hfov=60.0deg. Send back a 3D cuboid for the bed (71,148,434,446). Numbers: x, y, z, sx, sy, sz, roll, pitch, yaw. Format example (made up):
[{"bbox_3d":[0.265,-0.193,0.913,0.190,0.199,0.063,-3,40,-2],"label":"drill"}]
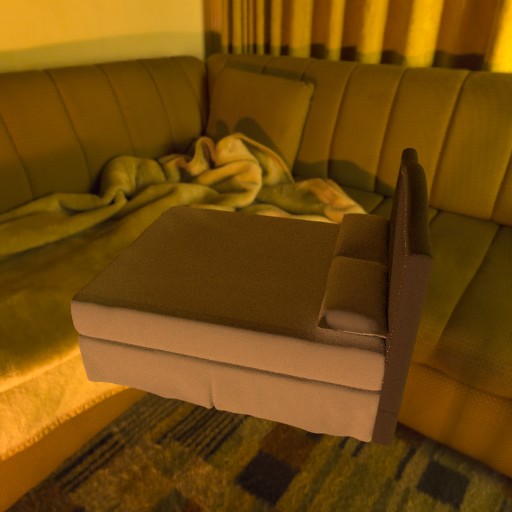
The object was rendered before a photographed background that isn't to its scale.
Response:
[{"bbox_3d":[0.000,0.000,3.092,2.036,1.387,1.666,8,30,13],"label":"bed"}]
